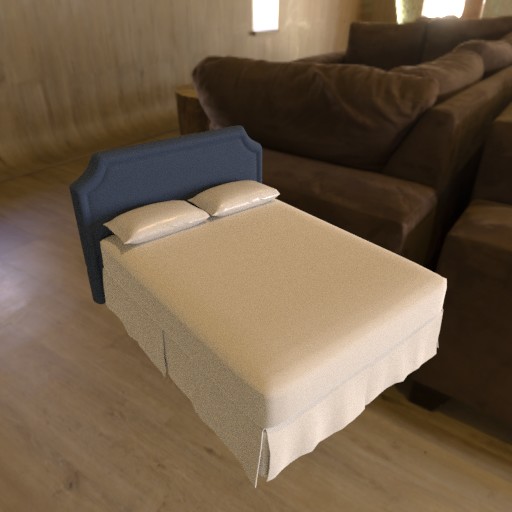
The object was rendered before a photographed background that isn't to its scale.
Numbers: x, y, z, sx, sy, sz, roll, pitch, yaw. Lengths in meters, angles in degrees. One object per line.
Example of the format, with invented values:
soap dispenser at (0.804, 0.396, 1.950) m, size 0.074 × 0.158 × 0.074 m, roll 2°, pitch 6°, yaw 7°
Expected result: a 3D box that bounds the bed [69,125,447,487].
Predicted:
bed at (0.000, 0.000, 3.272) m, size 1.831 × 1.297 × 2.260 m, roll -22°, pitch 37°, yaw -33°
